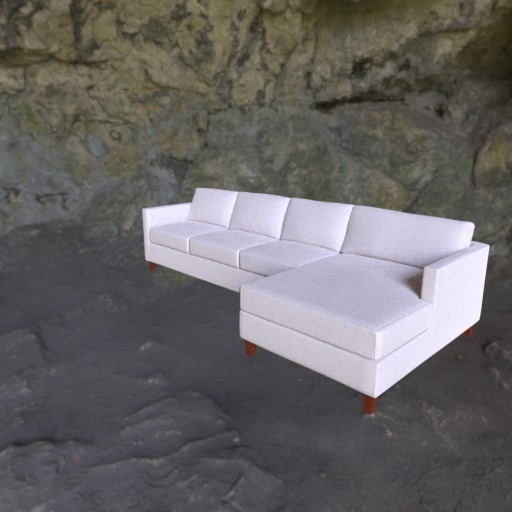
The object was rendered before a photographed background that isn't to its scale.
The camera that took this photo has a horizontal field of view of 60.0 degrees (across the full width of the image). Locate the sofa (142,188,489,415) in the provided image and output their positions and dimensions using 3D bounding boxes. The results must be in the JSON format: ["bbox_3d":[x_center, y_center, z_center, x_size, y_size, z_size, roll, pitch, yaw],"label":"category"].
[{"bbox_3d":[0.000,0.000,4.063,1.599,0.954,3.471,-14,20,-43],"label":"sofa"}]
